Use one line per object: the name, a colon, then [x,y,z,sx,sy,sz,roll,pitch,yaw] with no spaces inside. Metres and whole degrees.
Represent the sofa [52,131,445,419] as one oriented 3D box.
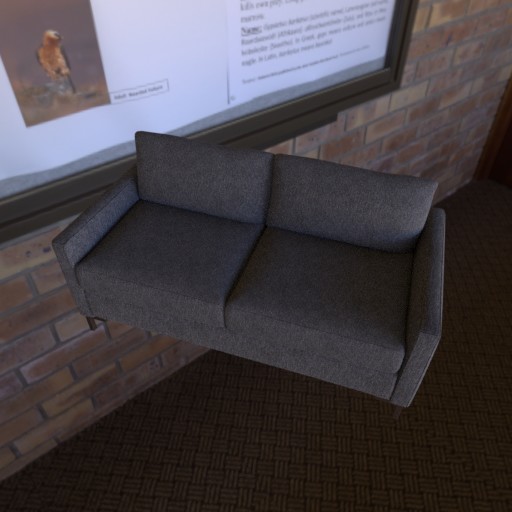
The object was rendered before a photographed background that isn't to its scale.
sofa: [0.000,0.000,2.214,1.716,0.862,0.866,13,43,14]
